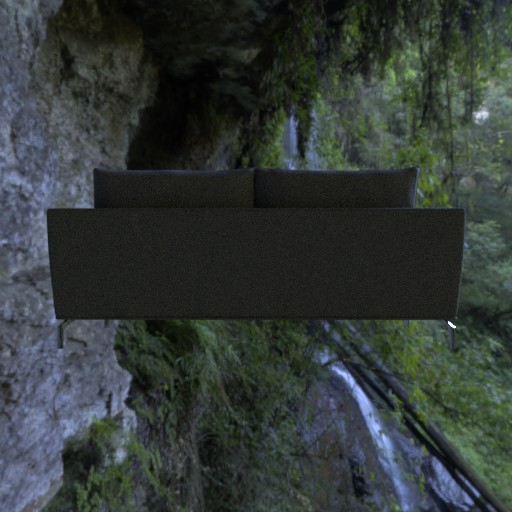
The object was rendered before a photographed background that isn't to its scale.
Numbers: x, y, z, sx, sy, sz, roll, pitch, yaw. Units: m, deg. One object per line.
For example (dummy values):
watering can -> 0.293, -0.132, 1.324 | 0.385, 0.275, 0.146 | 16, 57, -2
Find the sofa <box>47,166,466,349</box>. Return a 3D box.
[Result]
sofa -> 0.000, 0.000, 2.742 | 2.212, 1.002, 0.869 | 0, 0, 0
